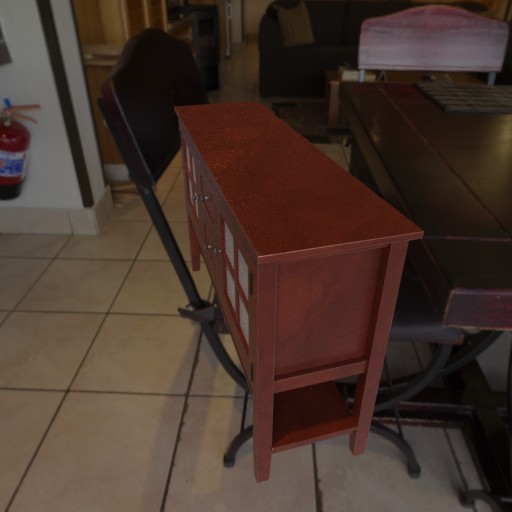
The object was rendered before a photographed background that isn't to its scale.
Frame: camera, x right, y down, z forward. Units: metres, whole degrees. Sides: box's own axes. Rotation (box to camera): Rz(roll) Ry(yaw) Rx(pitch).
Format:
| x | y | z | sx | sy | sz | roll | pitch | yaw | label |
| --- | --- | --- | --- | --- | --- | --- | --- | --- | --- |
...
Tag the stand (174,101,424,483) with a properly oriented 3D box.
| x | y | z | sx | sy | sz | roll | pitch | yaw | label |
| --- | --- | --- | --- | --- | --- | --- | --- | --- | --- |
| 0.000 | 0.000 | 1.754 | 0.410 | 0.872 | 1.362 | -9 | 33 | -14 | stand |
